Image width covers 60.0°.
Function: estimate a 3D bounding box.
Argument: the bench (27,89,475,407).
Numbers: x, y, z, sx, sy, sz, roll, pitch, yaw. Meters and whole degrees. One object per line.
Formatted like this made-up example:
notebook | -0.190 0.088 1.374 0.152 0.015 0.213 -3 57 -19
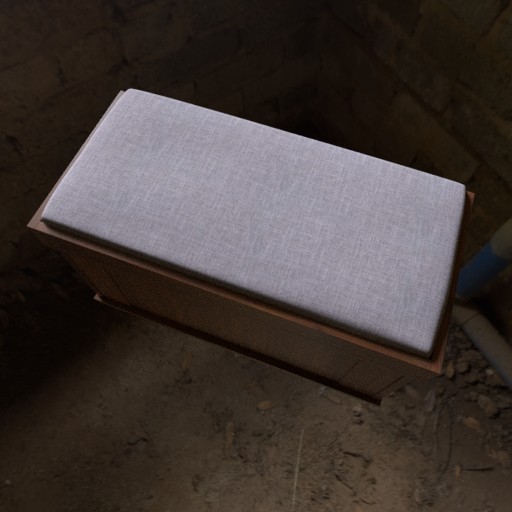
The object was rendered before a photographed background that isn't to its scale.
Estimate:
bench | 0.000 0.000 0.985 0.734 0.461 0.362 19 65 9
